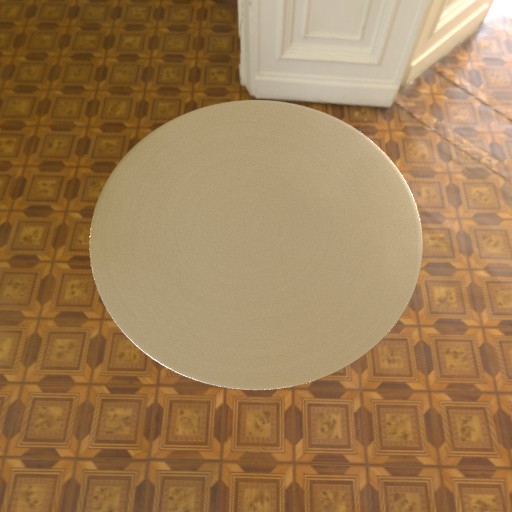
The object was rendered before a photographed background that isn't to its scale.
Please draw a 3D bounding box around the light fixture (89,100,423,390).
[{"bbox_3d":[0.000,0.000,0.437,0.280,0.135,0.280,0,64,0],"label":"light fixture"}]
